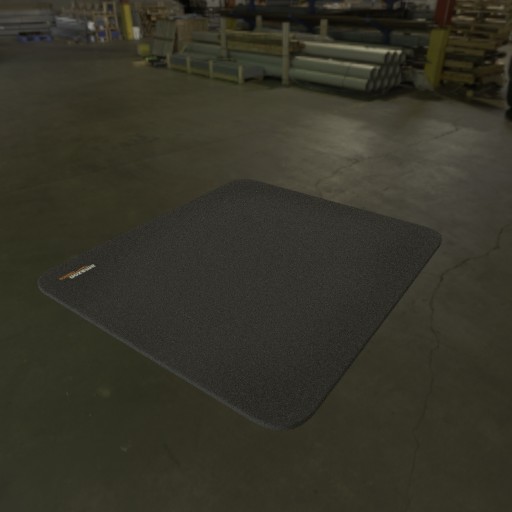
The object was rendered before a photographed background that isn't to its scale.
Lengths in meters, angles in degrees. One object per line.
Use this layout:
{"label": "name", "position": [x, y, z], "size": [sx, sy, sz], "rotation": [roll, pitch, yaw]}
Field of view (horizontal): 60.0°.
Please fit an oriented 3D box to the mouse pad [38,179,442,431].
{"label": "mouse pad", "position": [0.000, 0.000, 0.316], "size": [0.203, 0.003, 0.229], "rotation": [21, 37, 30]}
